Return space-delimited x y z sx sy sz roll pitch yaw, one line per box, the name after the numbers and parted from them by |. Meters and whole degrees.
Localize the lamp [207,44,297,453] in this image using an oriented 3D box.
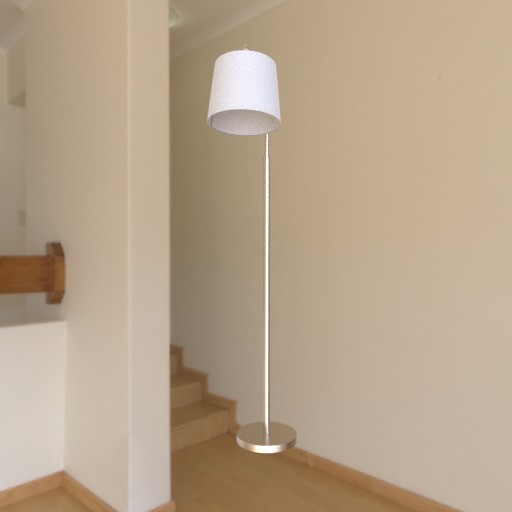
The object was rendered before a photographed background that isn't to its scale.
0.000 0.000 1.658 0.254 1.478 0.508 0 0 19 | lamp
